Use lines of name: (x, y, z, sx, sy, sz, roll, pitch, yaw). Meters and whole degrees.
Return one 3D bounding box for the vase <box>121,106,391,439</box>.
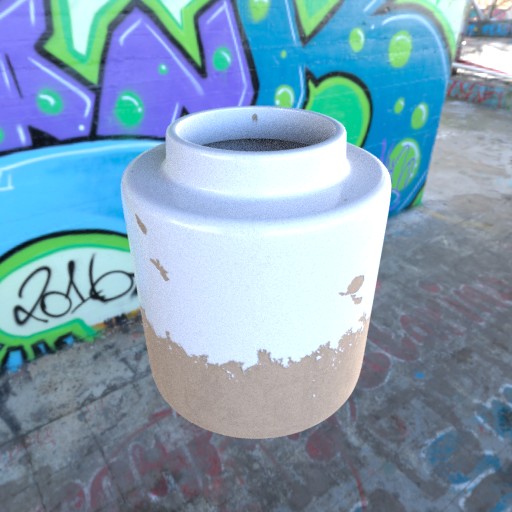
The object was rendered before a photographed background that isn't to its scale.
vase: (0.000, 0.000, 0.286, 0.153, 0.167, 0.153, 0, 31, 0)
